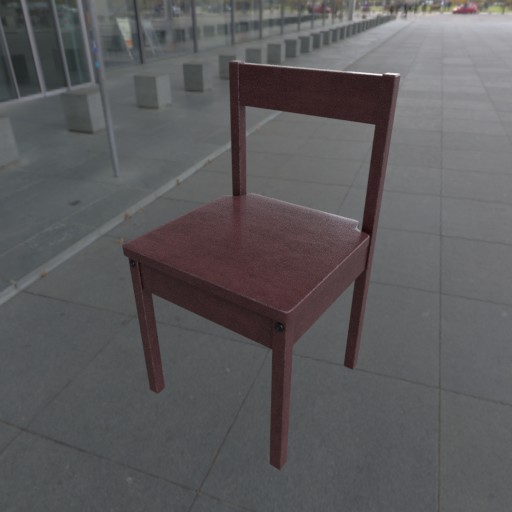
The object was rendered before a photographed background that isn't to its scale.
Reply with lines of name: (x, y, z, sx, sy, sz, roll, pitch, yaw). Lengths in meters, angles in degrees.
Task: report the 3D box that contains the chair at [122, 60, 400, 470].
chair: (0.000, 0.000, 0.885, 0.367, 0.668, 0.361, 19, 35, 30)
